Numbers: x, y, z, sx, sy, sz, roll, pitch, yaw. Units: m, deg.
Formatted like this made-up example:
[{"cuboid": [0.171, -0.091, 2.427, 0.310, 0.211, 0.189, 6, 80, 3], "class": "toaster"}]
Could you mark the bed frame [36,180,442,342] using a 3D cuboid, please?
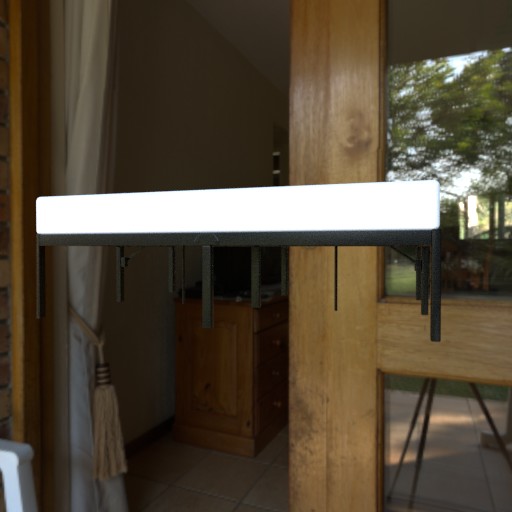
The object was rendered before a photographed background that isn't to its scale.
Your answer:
[{"cuboid": [0.000, 0.000, 2.832, 2.072, 0.659, 1.557, 0, 1, 18], "class": "bed frame"}]
